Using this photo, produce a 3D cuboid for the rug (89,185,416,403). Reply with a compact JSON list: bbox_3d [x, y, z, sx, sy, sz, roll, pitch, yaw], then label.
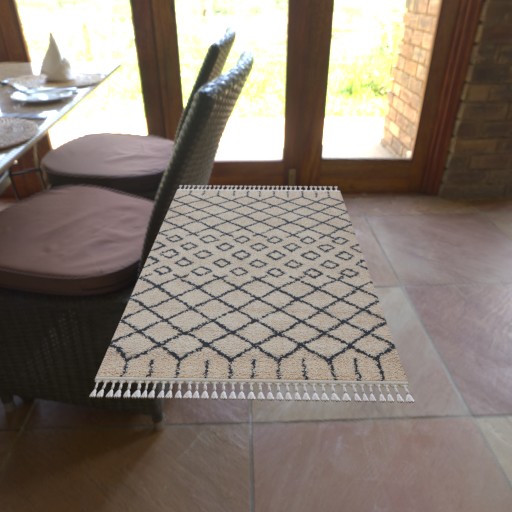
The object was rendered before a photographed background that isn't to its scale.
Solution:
[{"bbox_3d":[0.000,0.000,2.469,1.196,0.008,2.006,1,32,1],"label":"rug"}]
